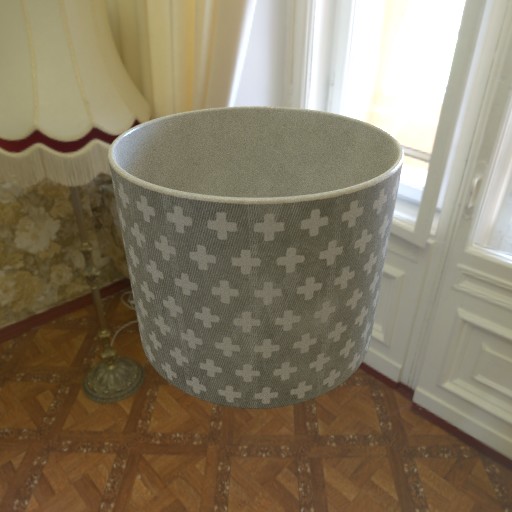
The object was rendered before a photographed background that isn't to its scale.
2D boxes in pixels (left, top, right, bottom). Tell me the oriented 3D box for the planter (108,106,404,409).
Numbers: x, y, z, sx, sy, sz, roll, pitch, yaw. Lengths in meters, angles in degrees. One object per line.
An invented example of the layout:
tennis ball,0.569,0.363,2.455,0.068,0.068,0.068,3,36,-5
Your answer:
planter,0.000,0.000,0.342,0.190,0.181,0.190,0,32,0
